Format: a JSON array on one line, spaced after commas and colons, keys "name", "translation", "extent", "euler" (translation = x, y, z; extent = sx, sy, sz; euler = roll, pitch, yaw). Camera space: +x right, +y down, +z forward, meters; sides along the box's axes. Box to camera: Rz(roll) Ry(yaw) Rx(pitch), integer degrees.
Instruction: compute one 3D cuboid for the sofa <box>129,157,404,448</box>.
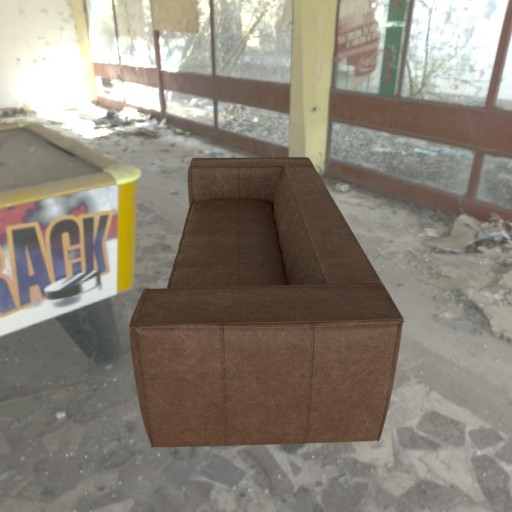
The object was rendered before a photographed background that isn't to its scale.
[{"name": "sofa", "translation": [0.000, 0.000, 2.929], "extent": [1.102, 0.701, 2.581], "euler": [-1, 26, -2]}]
